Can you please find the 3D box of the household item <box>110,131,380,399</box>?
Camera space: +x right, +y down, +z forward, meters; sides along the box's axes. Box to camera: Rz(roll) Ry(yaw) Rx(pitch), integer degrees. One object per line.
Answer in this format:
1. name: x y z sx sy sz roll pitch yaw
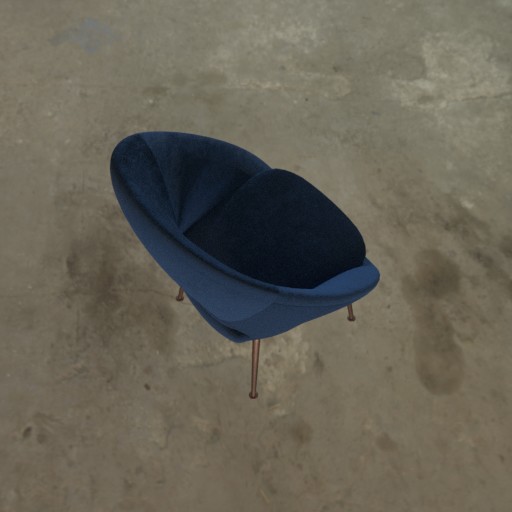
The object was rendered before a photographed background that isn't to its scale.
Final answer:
1. household item: 0.000 0.000 1.248 0.573 0.852 0.623 -33 64 -19
